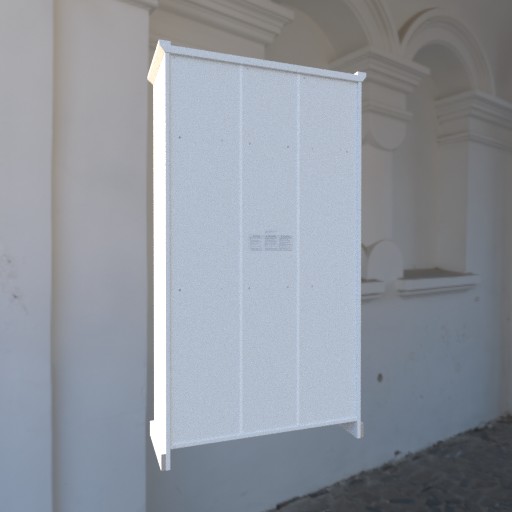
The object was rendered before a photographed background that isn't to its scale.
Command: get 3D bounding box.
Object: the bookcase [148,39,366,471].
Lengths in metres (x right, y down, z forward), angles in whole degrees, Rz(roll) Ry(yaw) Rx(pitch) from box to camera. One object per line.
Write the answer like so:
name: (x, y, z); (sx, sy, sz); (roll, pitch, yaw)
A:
bookcase: (0.000, 0.000, 2.307); (1.050, 1.880, 0.432); (0, 1, -20)
